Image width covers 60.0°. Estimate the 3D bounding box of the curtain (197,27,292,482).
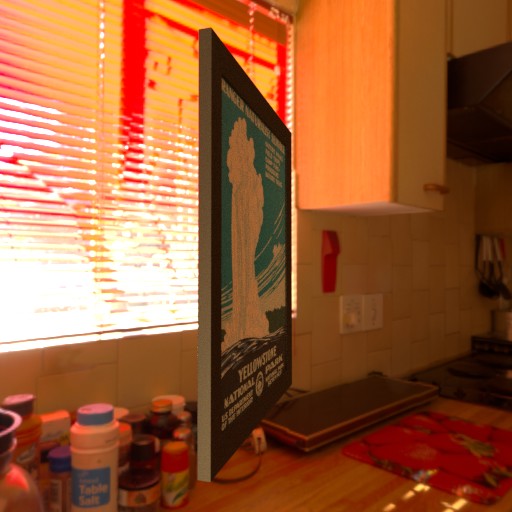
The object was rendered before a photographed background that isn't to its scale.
[{"bbox_3d":[0.000,0.000,0.805,0.027,0.585,0.483,0,-1,17],"label":"curtain"}]
